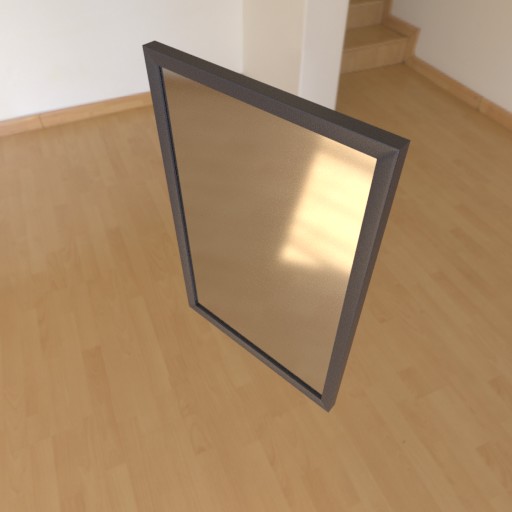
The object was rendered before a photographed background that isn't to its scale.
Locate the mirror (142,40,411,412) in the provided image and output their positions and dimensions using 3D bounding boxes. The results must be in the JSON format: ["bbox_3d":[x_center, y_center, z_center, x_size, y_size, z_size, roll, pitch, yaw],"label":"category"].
[{"bbox_3d":[0.000,0.000,1.148,0.609,0.915,0.040,32,54,27],"label":"mirror"}]
